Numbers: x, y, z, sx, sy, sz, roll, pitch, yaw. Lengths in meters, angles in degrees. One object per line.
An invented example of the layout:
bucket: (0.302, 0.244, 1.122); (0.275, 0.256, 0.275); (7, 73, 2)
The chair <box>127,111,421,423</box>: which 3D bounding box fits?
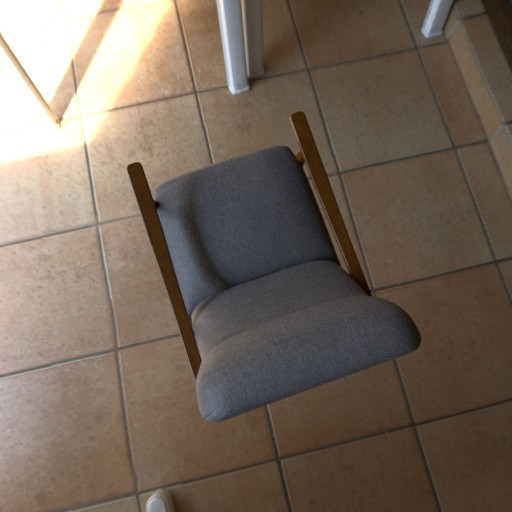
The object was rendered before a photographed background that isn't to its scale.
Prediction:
chair: (0.000, 0.000, 1.784); (0.762, 1.081, 1.014); (-19, 77, -4)
